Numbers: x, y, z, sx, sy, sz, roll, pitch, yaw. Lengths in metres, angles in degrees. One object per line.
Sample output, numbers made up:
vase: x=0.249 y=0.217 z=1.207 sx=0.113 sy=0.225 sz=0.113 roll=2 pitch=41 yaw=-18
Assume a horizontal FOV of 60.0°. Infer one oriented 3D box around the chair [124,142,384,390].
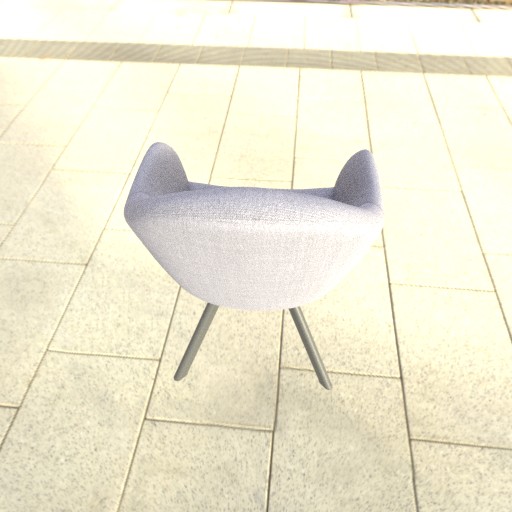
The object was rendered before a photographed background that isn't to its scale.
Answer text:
chair: x=0.000 y=0.000 z=1.194 sx=0.590 sy=0.795 sz=0.550 roll=3 pitch=48 yaw=2
